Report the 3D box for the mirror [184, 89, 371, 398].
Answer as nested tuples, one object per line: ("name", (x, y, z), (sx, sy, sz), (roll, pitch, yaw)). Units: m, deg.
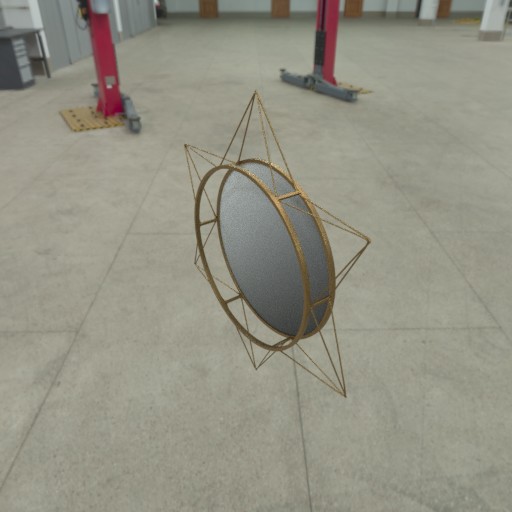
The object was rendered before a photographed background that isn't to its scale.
("mirror", (0.000, 0.000, 0.812), (0.062, 0.581, 0.498), (-21, 37, -30))
